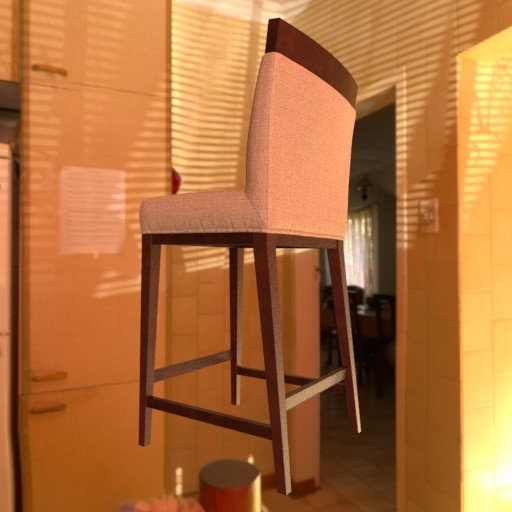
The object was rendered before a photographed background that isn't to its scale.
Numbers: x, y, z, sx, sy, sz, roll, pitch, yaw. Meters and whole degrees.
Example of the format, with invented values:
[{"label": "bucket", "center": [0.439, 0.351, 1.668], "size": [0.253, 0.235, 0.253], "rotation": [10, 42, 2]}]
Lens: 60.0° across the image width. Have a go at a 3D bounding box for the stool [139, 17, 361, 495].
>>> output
[{"label": "stool", "center": [0.000, 0.000, 1.235], "size": [0.480, 1.011, 0.463], "rotation": [0, -1, 34]}]
